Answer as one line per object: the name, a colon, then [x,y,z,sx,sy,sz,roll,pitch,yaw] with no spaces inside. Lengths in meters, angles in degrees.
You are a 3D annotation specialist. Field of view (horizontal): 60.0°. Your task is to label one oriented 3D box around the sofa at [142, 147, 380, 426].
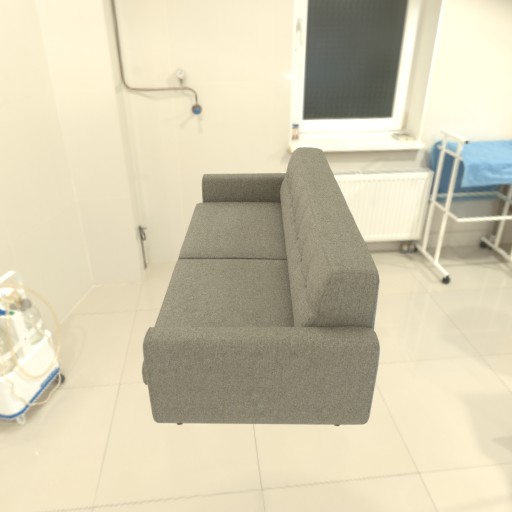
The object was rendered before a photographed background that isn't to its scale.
sofa: [0.000,0.000,2.643,0.968,0.873,2.055,0,28,0]
